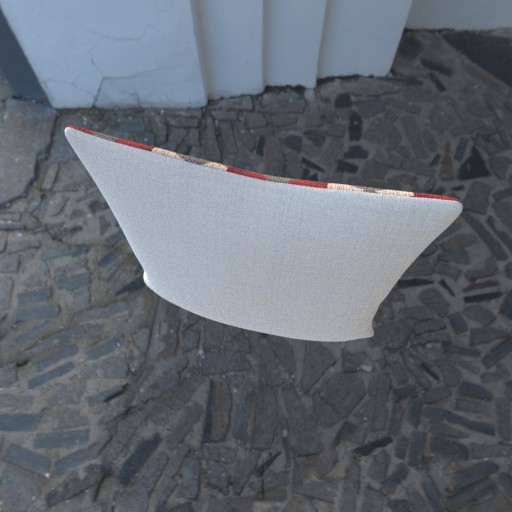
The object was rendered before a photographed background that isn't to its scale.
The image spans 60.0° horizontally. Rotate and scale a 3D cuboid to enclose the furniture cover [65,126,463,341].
[{"bbox_3d":[0.000,0.000,0.639,0.435,0.420,0.145,13,64,6],"label":"furniture cover"}]
